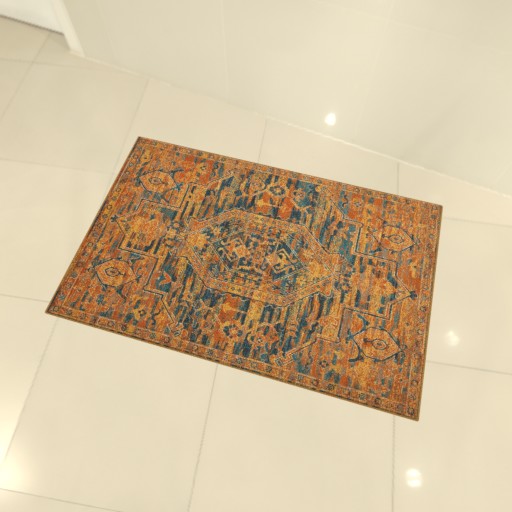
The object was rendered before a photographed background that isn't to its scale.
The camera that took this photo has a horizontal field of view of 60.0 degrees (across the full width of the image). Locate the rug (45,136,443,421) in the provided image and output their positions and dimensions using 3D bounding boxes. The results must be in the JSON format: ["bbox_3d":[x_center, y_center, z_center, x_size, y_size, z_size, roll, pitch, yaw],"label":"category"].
[{"bbox_3d":[0.000,0.000,1.097,0.863,0.008,0.557,14,64,7],"label":"rug"}]
